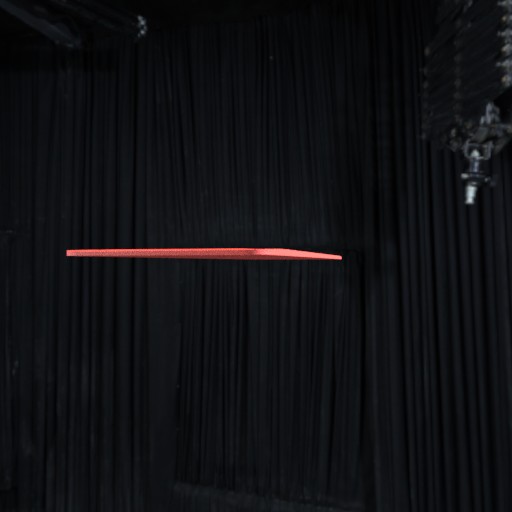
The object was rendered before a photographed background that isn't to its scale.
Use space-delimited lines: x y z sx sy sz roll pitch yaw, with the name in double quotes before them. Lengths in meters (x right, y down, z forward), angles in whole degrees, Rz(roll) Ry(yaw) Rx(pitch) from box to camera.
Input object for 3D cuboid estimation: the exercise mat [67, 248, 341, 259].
"exercise mat" 0.000 0.000 2.060 0.616 0.021 1.869 0 -1 17
